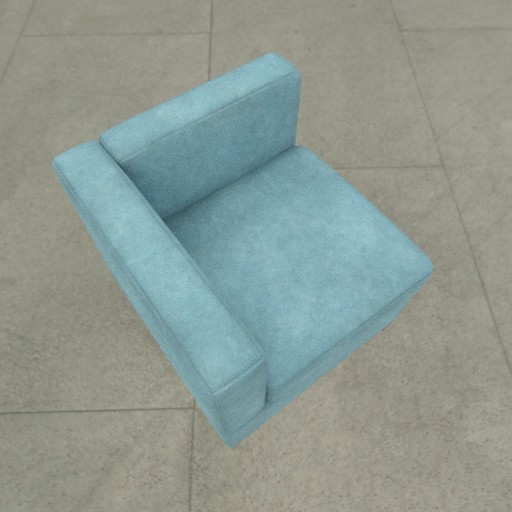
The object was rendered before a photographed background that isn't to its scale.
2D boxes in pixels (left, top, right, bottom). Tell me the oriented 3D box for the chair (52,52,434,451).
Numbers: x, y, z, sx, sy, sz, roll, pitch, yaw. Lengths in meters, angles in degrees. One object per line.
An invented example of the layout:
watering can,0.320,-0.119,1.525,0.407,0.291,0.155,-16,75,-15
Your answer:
chair,0.000,0.000,1.221,0.684,0.660,0.691,-33,64,-18
